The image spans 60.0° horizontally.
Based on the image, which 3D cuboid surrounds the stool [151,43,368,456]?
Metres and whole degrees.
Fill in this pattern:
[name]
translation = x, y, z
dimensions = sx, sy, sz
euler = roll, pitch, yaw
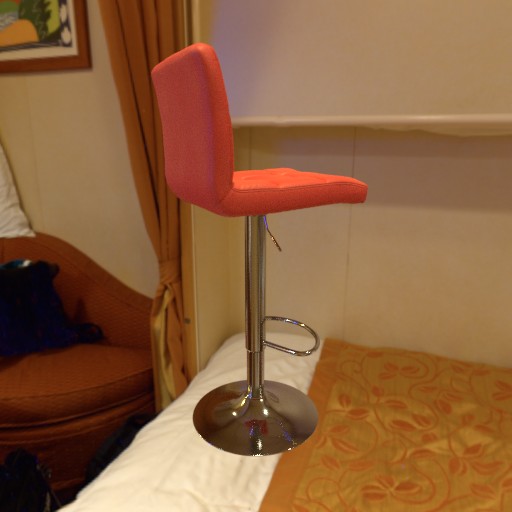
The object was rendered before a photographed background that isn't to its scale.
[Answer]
[stool]
translation = 0.000, 0.000, 1.367
dimensions = 0.505, 1.115, 0.430
euler = -7, 16, -25
